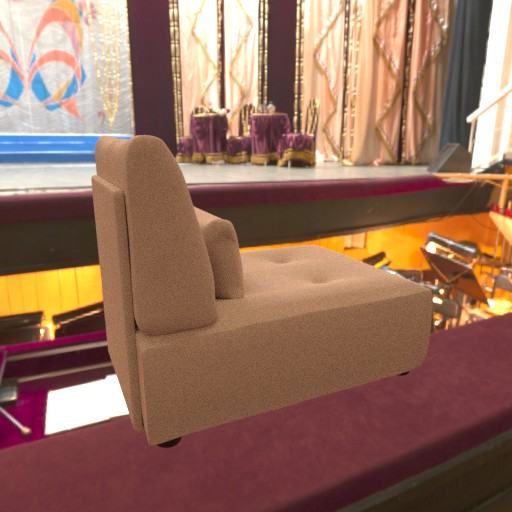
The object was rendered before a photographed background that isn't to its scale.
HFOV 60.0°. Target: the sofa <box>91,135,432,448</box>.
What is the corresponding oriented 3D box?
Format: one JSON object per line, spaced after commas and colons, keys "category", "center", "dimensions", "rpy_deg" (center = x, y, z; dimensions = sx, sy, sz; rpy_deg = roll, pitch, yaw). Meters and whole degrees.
{"category": "sofa", "center": [0.000, 0.000, 1.562], "dimensions": [1.000, 0.820, 0.700], "rpy_deg": [-7, 16, -25]}
